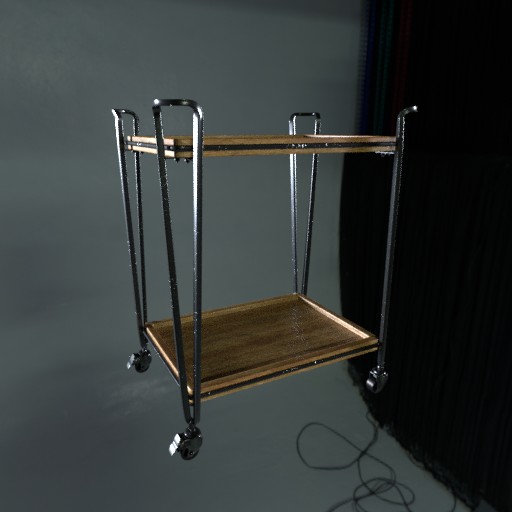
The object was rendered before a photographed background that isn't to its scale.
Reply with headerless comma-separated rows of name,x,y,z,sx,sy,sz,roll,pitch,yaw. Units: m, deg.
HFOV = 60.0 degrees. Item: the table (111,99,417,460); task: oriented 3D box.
table,0.000,0.000,1.237,0.672,0.785,0.505,-8,18,-27
